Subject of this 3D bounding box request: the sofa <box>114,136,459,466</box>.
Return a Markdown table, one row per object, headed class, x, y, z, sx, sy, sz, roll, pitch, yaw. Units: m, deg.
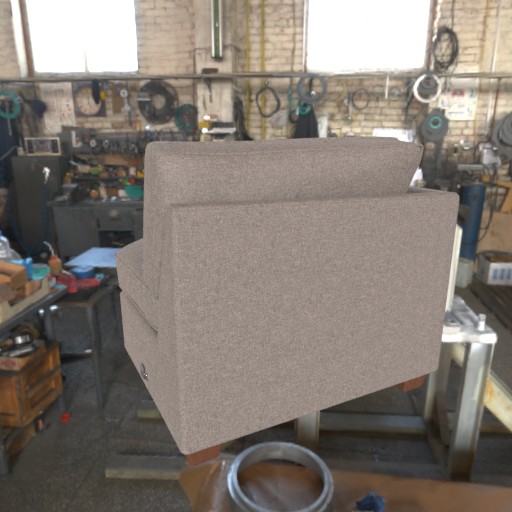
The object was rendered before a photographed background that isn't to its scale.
| class | x | y | z | sx | sy | sz | roll | pitch | yaw |
| --- | --- | --- | --- | --- | --- | --- | --- | --- | --- |
| sofa | 0.000 | 0.000 | 1.809 | 1.042 | 0.951 | 1.050 | -8 | 18 | -26 |
